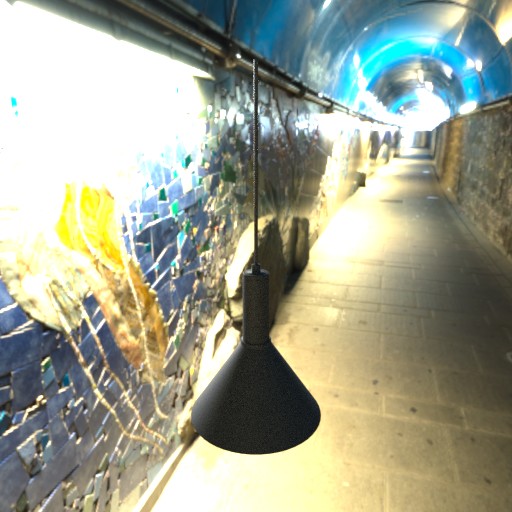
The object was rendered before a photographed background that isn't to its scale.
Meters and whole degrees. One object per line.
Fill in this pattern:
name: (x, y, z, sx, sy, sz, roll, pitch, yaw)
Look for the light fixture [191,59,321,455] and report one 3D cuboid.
light fixture: (0.000, 0.000, 0.832, 0.267, 0.683, 0.267, 8, 17, 28)
